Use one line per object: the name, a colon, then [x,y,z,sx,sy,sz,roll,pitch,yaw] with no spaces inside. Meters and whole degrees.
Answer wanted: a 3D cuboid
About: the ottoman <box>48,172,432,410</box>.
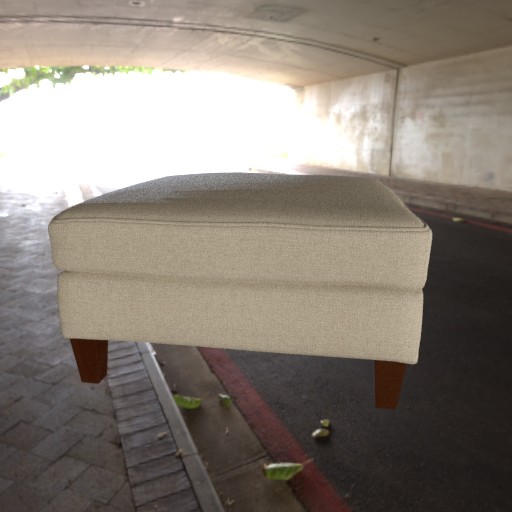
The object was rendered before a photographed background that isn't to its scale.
ottoman: [0.000,0.000,1.356,0.838,0.478,0.838,2,16,8]
